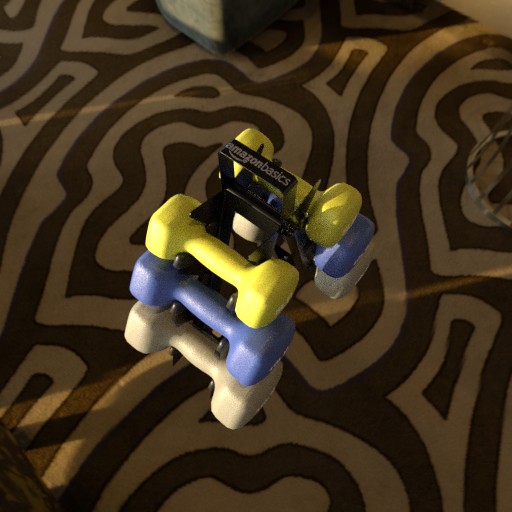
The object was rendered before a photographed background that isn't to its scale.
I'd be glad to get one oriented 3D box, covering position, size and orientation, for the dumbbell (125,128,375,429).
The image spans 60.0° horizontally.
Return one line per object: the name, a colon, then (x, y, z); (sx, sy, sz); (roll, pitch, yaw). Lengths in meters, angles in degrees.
dumbbell: (0.000, 0.000, 0.670); (0.261, 0.426, 0.416); (36, 68, 17)
